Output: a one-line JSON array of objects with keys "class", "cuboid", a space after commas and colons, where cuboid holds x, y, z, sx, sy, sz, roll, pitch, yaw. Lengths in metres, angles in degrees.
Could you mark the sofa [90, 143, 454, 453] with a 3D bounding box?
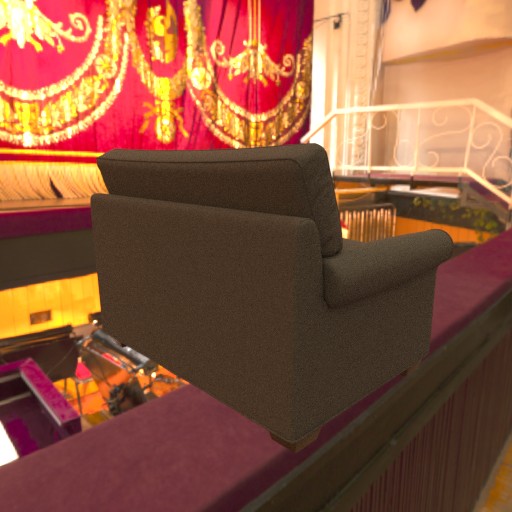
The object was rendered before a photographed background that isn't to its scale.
[{"class": "sofa", "cuboid": [0.000, 0.000, 2.006, 0.940, 0.953, 1.410, -12, 17, -43]}]
